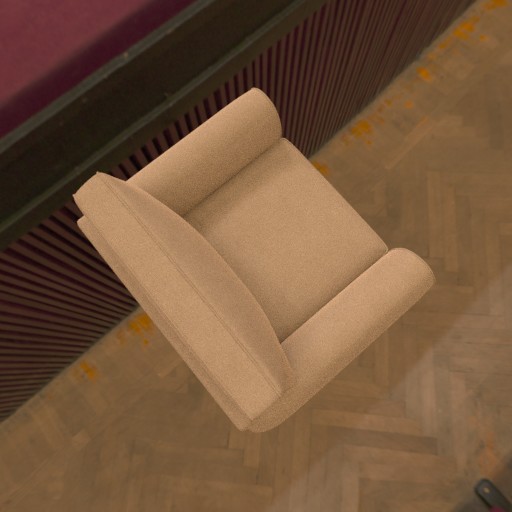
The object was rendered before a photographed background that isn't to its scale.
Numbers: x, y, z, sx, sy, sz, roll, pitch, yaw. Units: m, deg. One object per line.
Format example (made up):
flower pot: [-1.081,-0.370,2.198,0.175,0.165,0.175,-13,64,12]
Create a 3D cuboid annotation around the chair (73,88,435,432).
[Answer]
chair: [0.000,0.000,1.731,0.863,0.955,1.040,-39,80,-8]
